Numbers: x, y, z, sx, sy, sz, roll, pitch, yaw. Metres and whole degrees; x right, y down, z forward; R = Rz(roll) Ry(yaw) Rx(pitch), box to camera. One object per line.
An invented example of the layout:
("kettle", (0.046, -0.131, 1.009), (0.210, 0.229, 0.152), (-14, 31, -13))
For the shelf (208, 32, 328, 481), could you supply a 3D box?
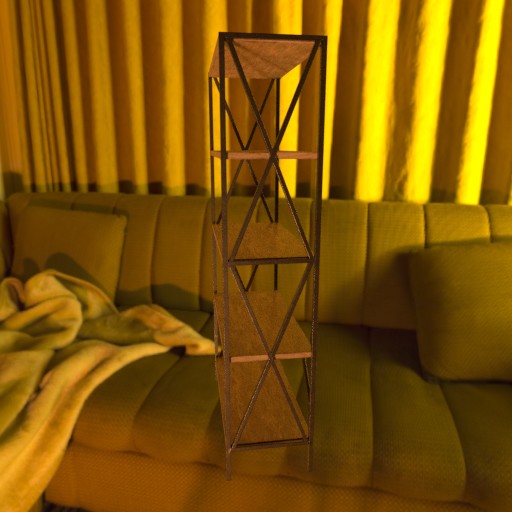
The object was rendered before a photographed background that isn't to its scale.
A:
("shelf", (0.000, 0.000, 2.175), (0.386, 1.803, 0.874), (-2, 14, -8))
